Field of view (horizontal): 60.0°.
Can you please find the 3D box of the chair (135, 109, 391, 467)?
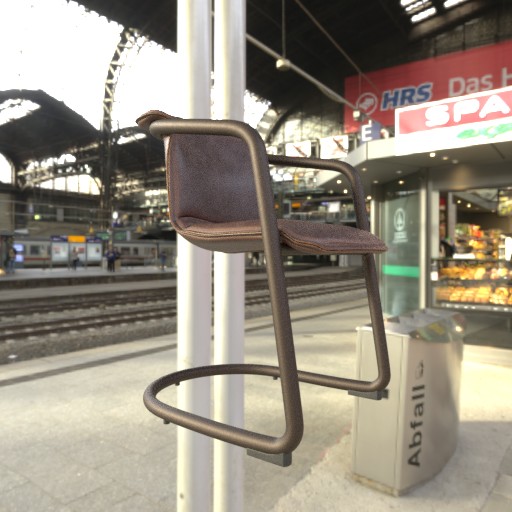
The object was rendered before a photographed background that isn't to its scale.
[{"bbox_3d":[0.000,0.000,1.245,0.664,0.836,0.536,0,0,36],"label":"chair"}]
